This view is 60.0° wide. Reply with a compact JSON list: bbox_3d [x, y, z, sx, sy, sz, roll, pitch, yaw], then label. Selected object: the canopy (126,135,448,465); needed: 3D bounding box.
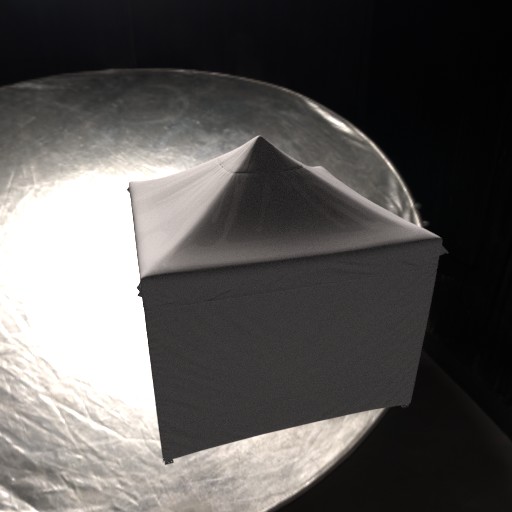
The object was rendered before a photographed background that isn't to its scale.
[{"bbox_3d":[0.000,0.000,5.576,3.043,2.997,3.121,-7,27,-15],"label":"canopy"}]
